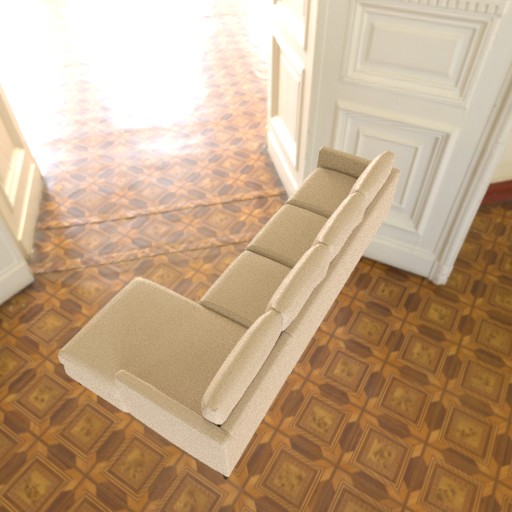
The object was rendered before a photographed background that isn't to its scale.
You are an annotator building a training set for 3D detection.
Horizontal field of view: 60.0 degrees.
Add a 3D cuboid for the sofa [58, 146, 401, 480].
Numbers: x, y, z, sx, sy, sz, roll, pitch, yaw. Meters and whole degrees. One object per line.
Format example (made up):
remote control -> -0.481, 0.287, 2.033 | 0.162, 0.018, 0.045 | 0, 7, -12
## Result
sofa -> 0.000, 0.000, 3.294 | 1.258, 0.755, 2.731 | 24, 51, 21
